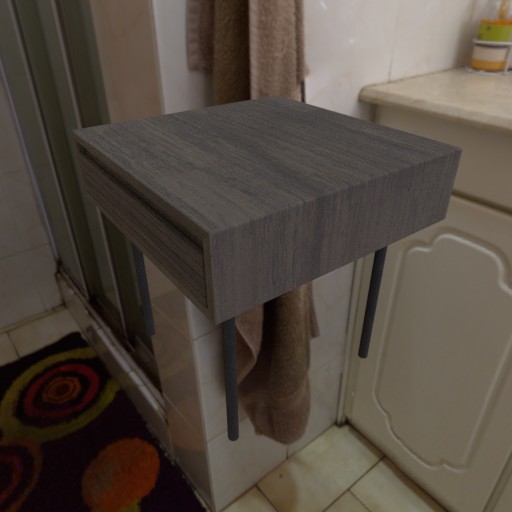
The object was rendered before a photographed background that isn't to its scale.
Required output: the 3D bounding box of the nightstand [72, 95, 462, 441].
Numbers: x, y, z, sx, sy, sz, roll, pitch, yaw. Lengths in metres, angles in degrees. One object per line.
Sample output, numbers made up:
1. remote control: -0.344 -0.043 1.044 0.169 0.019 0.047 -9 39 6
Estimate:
1. nightstand: 0.000 0.000 0.926 0.503 0.497 0.502 -21 38 -30
